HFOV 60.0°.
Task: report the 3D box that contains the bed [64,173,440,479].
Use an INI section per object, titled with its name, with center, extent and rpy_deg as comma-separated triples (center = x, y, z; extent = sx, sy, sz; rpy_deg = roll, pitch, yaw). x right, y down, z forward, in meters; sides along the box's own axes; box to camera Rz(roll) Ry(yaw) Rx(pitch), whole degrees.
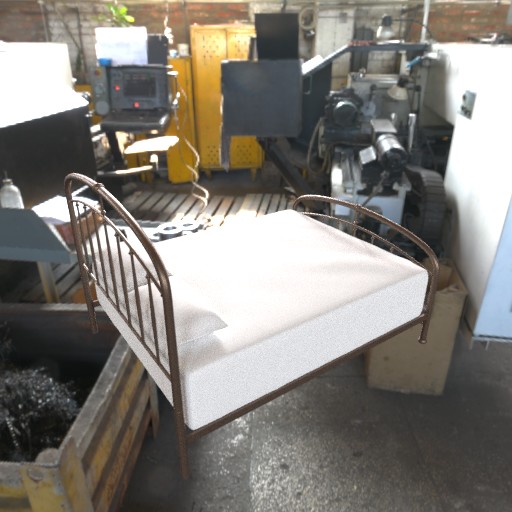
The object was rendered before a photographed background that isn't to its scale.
[bed]
center = 0.000, 0.000, 3.292
extent = 2.168, 1.475, 1.711
rpy_deg = -17, 31, -31
